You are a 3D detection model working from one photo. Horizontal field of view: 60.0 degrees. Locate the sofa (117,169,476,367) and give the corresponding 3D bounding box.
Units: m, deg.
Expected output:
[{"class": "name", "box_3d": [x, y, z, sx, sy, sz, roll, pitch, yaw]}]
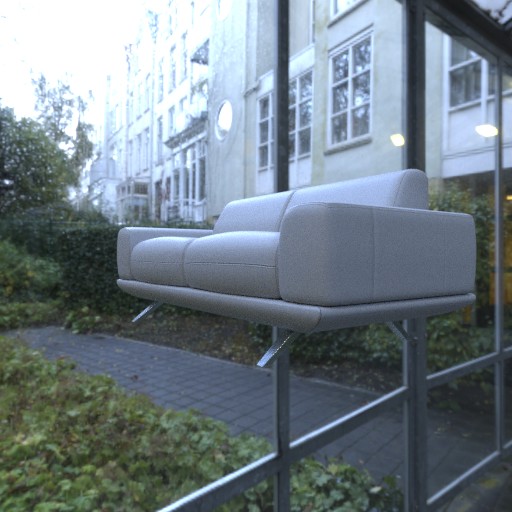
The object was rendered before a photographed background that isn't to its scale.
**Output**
[{"class": "sofa", "box_3d": [0.000, 0.000, 2.324, 0.900, 0.772, 1.901, 0, 0, -36]}]
